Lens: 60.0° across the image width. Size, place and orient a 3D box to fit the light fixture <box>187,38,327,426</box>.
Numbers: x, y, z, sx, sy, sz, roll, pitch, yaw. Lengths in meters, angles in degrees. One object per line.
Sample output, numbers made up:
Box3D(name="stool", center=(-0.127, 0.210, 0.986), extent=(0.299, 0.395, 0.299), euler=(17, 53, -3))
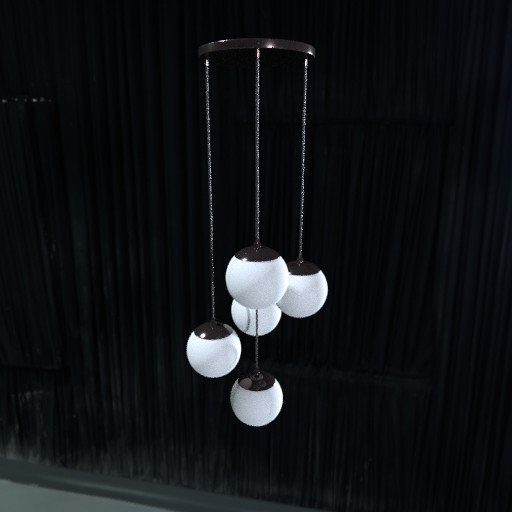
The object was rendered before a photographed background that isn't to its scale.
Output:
Box3D(name="light fixture", center=(0.000, 0.000, 1.491), extent=(0.484, 1.271, 0.489), euler=(2, 15, 9))
